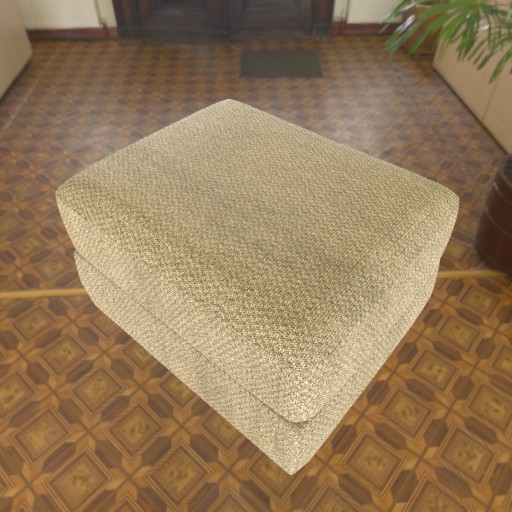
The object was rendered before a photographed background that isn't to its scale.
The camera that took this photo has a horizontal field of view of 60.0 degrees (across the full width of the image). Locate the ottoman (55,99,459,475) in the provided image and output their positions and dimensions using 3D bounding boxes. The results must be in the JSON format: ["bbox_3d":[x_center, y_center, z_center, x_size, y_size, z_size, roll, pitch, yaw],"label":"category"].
[{"bbox_3d":[0.000,0.000,1.101,0.751,0.476,0.603,31,53,28],"label":"ottoman"}]
